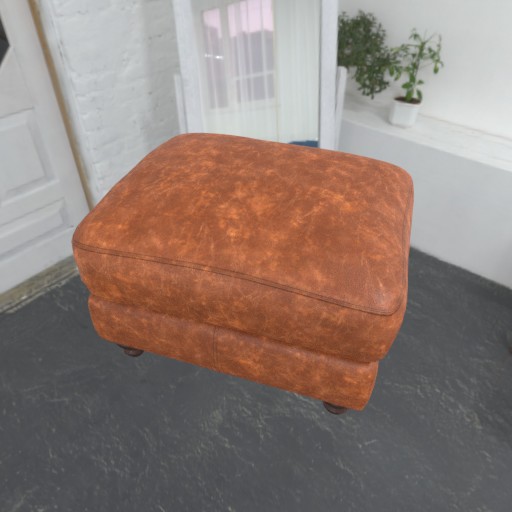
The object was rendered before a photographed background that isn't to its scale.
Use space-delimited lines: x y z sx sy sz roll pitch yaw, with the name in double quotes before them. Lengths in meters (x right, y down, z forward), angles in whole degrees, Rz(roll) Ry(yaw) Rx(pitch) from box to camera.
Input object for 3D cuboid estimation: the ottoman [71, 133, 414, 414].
"ottoman" 0.000 0.000 1.322 0.832 0.562 0.657 12 42 13
